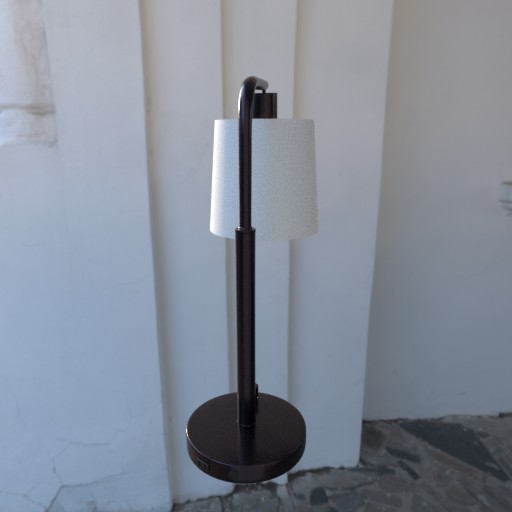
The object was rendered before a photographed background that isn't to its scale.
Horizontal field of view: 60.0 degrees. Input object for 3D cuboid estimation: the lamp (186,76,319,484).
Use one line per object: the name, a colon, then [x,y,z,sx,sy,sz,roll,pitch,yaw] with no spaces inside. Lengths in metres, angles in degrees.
lamp: [0.000,0.000,0.635,0.171,0.489,0.333,2,15,9]
